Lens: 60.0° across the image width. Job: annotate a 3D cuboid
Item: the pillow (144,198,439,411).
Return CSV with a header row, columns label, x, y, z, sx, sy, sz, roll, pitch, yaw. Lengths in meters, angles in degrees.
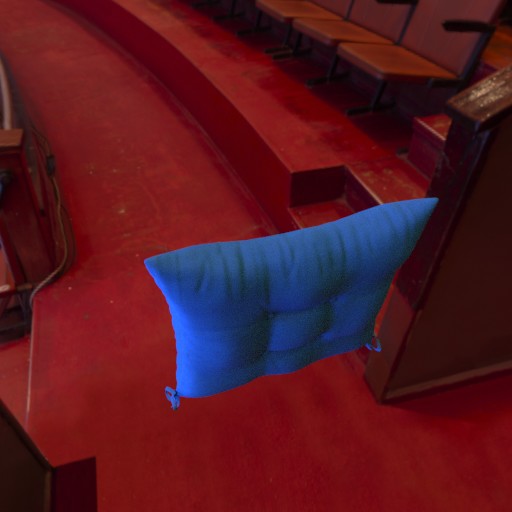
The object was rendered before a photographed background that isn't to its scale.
label,x,y,z,sx,sy,sz,roll,pitch,yaw
pillow,0.000,0.000,1.047,0.541,0.536,0.585,-13,43,-14
